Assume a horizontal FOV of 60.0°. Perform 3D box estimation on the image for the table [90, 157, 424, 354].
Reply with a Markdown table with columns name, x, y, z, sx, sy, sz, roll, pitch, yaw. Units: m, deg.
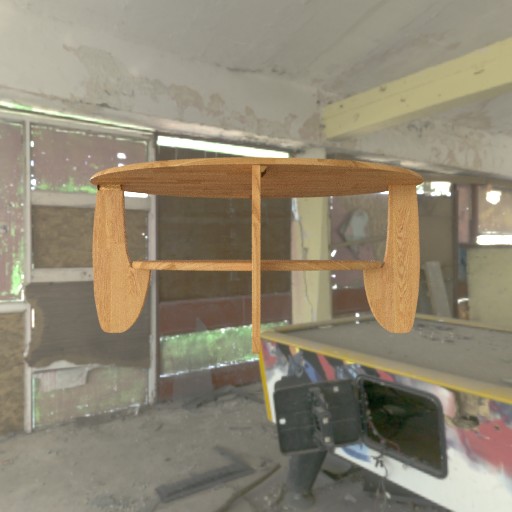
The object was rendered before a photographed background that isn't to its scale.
| name | x | y | z | sx | sy | sz | roll | pitch | yaw |
| --- | --- | --- | --- | --- | --- | --- | --- | --- | --- |
| table | 0.000 | 0.000 | 1.418 | 1.040 | 0.490 | 0.690 | 0 | 1 | 0 |
